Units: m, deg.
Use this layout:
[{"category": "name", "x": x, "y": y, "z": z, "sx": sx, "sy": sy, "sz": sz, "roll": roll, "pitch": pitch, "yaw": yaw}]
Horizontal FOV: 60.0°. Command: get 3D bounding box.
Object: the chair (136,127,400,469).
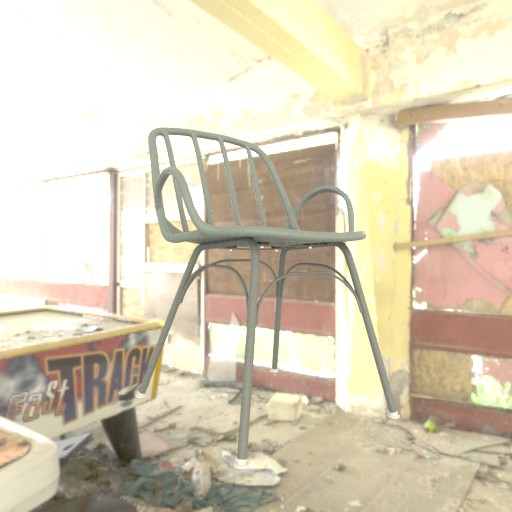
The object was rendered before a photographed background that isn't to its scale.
[{"category": "chair", "x": 0.000, "y": 0.000, "z": 1.228, "sx": 0.549, "sy": 0.816, "sz": 0.597, "roll": 0, "pitch": 0, "yaw": -35}]
